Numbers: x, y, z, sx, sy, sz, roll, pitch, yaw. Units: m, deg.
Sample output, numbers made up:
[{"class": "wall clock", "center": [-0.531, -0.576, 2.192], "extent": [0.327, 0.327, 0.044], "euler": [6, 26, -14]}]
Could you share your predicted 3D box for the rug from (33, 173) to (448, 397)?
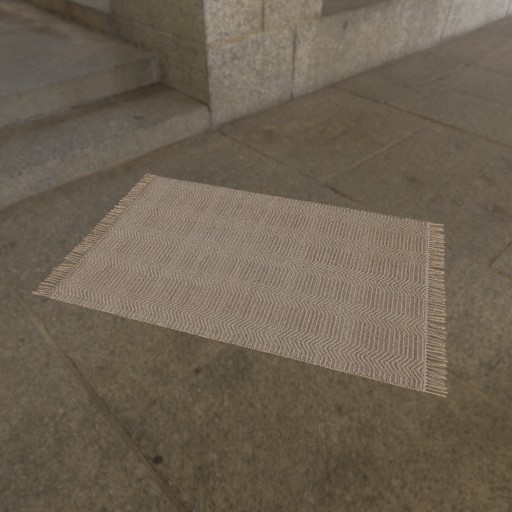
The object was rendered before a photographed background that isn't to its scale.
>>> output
[{"class": "rug", "center": [0.000, 0.000, 3.076], "extent": [2.523, 0.034, 1.528], "euler": [11, 42, 13]}]
